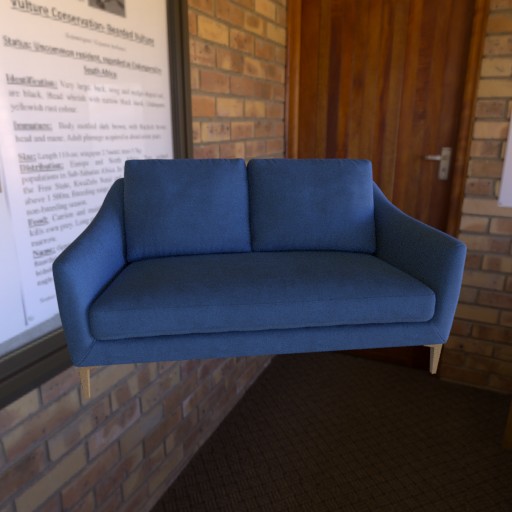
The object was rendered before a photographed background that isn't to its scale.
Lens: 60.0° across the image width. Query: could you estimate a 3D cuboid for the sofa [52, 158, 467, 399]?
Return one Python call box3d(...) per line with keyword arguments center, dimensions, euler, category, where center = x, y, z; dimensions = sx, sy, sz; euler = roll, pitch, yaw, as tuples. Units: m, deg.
box3d(center=(0.000, 0.000, 2.172), dimensions=(1.619, 0.902, 0.960), euler=(-2, 17, -7), category="sofa")
